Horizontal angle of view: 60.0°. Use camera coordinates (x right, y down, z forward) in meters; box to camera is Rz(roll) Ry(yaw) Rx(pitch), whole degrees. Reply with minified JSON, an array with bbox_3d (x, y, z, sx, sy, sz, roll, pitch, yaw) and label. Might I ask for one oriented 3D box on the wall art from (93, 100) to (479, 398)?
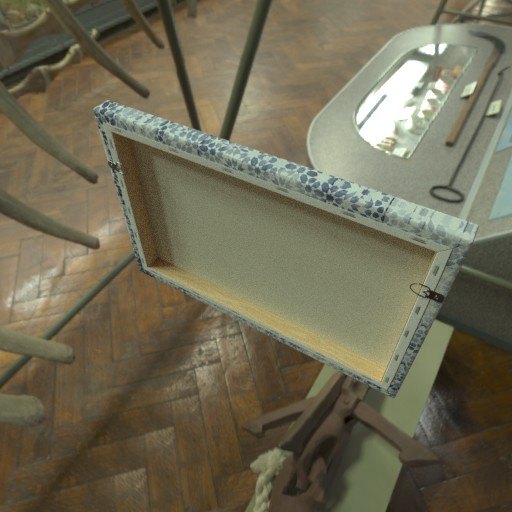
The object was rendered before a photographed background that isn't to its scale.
[{"bbox_3d":[0.000,0.000,1.167,0.911,0.608,0.057,24,51,21],"label":"wall art"}]
